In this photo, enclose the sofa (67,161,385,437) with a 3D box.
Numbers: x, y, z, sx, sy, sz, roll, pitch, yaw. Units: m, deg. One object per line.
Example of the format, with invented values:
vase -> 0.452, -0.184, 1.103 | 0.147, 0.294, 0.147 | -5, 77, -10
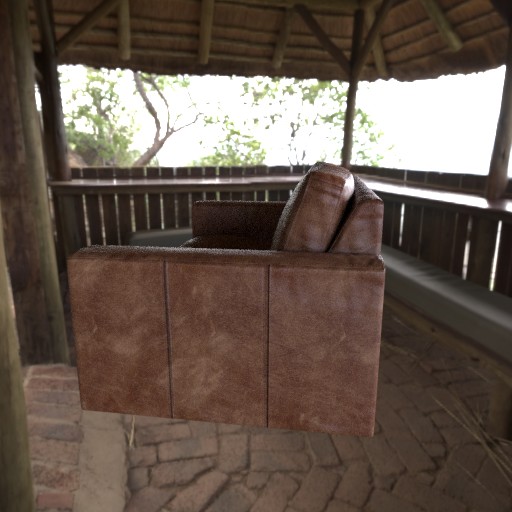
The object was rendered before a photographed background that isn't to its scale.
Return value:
sofa -> 0.000, 0.000, 2.201 | 1.041, 0.889, 1.626 | 2, 14, 9
